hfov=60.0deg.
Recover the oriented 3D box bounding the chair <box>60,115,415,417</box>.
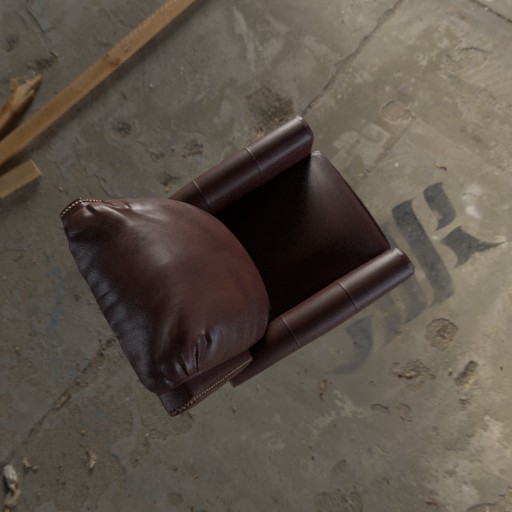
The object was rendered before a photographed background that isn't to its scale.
[{"bbox_3d":[0.000,0.000,1.817,1.089,1.022,0.826,-31,77,-8],"label":"chair"}]
